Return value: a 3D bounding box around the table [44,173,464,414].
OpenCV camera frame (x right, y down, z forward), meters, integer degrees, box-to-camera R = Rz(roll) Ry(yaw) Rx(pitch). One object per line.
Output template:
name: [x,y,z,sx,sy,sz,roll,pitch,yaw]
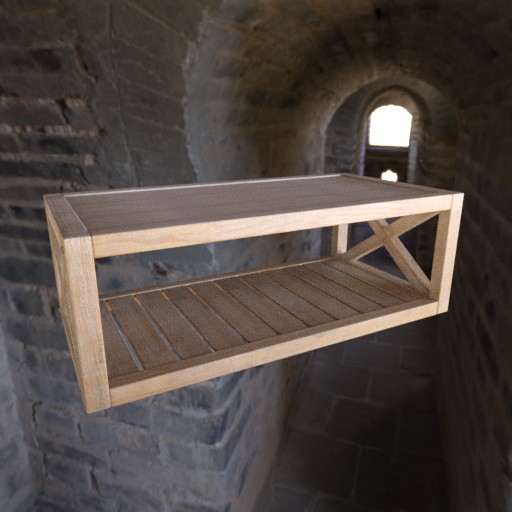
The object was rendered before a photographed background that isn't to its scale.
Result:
table: [0.000,0.000,1.611,1.321,0.457,0.660,-9,20,-27]
